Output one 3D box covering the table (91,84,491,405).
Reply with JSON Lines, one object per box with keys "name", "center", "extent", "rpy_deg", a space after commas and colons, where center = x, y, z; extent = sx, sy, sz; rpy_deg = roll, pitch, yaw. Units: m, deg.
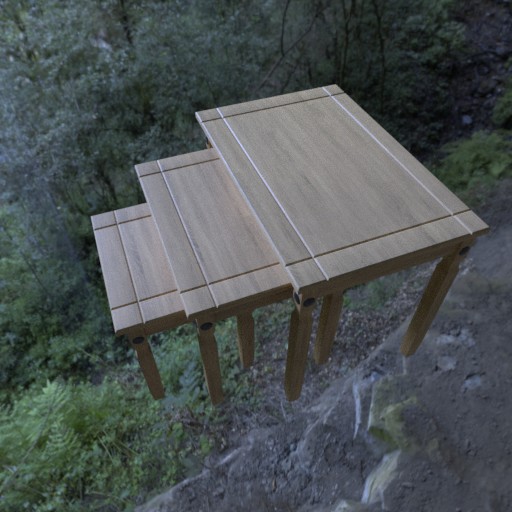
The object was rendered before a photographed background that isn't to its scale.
{"name": "table", "center": [0.000, 0.000, 1.213], "extent": [0.773, 0.535, 0.660], "rpy_deg": [-16, 50, -14]}
